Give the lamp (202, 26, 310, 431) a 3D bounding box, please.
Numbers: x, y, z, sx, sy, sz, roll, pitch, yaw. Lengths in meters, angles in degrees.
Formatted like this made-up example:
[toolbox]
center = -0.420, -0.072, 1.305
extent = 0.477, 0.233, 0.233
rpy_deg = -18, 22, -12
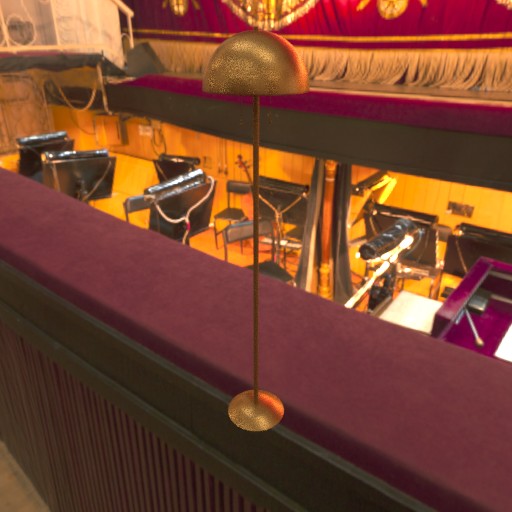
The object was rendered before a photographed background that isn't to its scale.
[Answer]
[lamp]
center = 0.000, 0.000, 1.608
extent = 0.328, 1.480, 0.328
rpy_deg = 18, 31, 33
